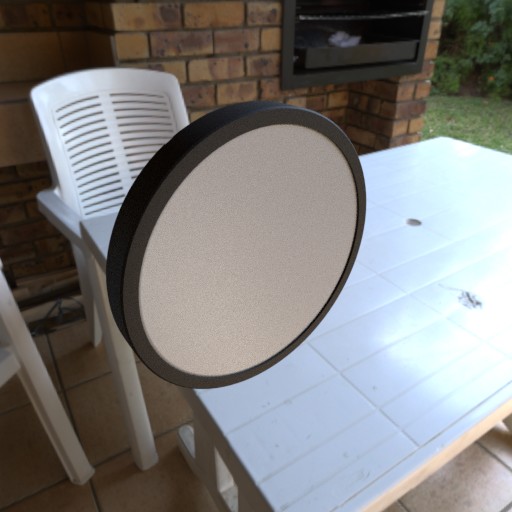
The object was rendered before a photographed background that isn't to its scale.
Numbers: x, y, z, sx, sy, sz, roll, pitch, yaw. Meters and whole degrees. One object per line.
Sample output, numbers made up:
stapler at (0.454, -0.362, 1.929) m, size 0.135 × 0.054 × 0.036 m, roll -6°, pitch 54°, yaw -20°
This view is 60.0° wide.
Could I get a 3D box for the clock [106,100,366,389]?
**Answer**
clock at (0.000, 0.000, 0.444) m, size 0.293 × 0.293 × 0.040 m, roll -21°, pitch 36°, yaw -32°
